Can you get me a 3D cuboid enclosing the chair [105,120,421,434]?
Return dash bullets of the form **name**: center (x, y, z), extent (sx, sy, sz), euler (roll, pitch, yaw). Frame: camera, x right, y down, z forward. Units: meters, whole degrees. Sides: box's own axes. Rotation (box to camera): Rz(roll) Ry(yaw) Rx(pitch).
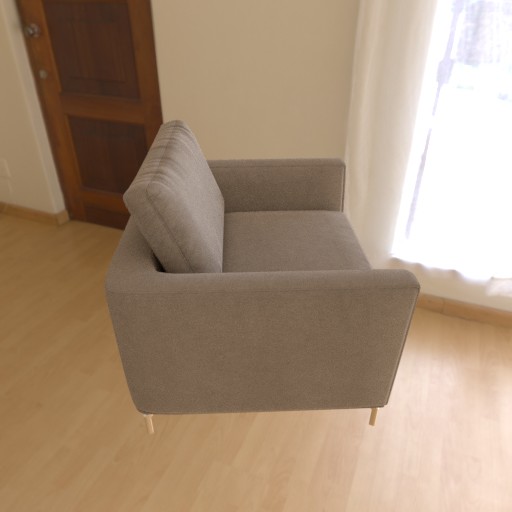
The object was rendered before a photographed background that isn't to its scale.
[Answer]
- **chair**: center (0.000, 0.000, 1.696), extent (0.889, 0.864, 1.041), euler (-1, 32, -2)
